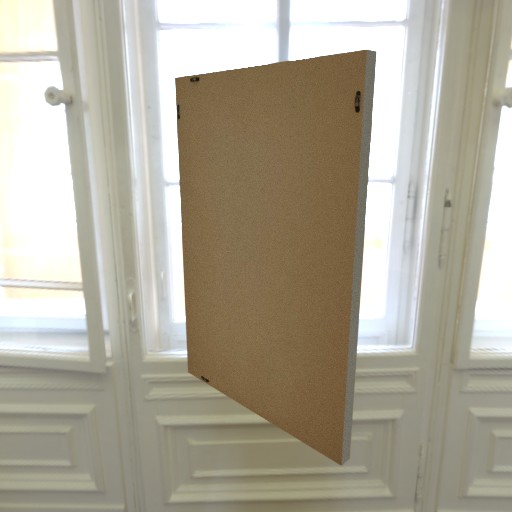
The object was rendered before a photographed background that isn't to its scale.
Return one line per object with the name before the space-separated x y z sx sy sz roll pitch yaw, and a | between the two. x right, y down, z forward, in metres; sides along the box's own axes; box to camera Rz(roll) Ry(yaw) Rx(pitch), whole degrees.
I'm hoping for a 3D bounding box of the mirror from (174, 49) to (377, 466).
mirror | 0.000 0.000 1.154 0.040 0.915 0.609 -15 21 -43
